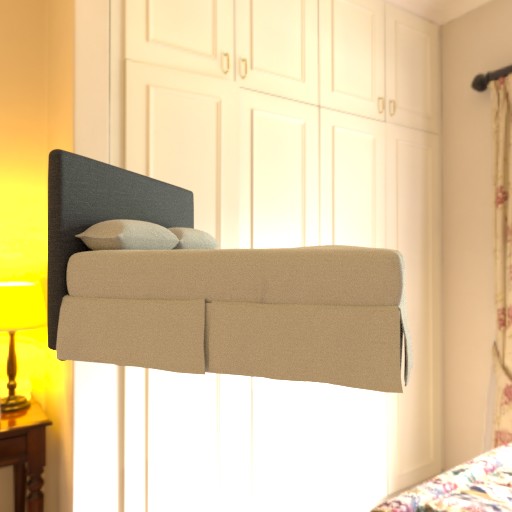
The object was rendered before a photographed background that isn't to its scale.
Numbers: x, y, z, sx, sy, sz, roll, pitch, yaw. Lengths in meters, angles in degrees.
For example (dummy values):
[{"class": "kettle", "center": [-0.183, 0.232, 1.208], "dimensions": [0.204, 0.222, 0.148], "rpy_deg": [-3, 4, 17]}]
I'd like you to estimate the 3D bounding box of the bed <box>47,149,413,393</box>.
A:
[{"class": "bed", "center": [0.000, 0.000, 3.234], "dimensions": [2.142, 1.330, 1.884], "rpy_deg": [0, -1, 19]}]
